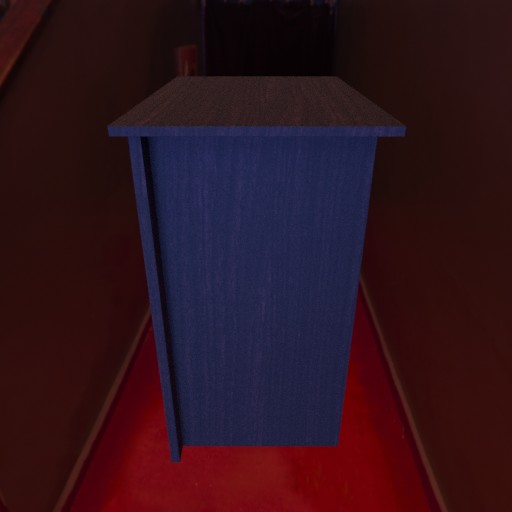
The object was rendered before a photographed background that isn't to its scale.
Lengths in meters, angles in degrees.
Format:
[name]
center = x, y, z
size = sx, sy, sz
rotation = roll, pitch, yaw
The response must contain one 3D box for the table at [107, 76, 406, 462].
[table]
center = 0.000, 0.000, 1.025
size = 0.406, 0.711, 0.591
rotation = 0, 28, 0
